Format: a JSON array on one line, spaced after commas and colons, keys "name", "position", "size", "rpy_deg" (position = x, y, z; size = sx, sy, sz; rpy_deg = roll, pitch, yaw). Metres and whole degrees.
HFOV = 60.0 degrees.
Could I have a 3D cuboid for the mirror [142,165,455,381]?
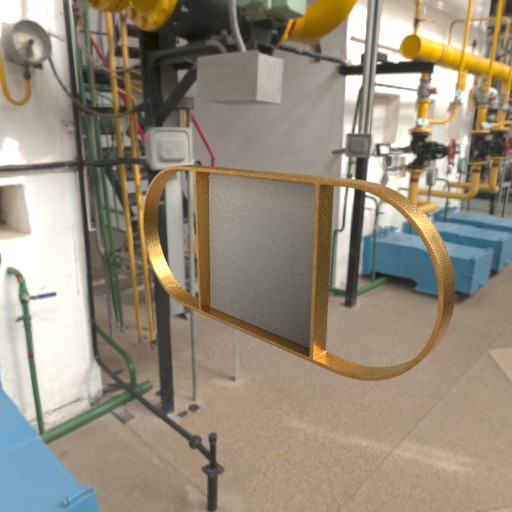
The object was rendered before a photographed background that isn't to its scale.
[{"name": "mirror", "position": [0.000, 0.000, 0.676], "size": [0.584, 0.254, 0.032], "rpy_deg": [15, 22, 42]}]
